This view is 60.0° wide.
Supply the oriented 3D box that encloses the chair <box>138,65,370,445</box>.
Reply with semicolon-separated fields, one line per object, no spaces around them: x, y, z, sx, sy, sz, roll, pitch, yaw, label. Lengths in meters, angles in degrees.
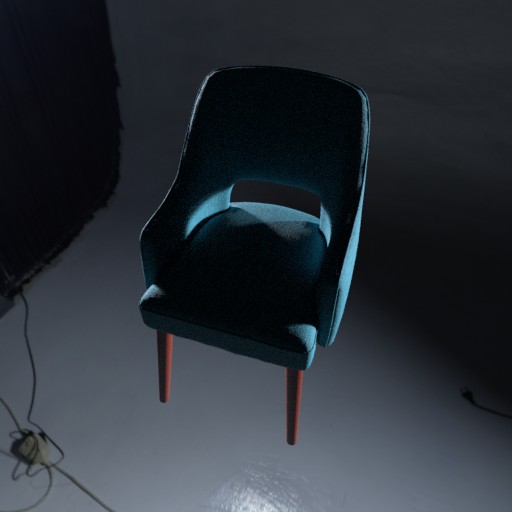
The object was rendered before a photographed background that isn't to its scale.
0.000;0.000;1.260;0.548;0.849;0.605;13;45;14;chair
